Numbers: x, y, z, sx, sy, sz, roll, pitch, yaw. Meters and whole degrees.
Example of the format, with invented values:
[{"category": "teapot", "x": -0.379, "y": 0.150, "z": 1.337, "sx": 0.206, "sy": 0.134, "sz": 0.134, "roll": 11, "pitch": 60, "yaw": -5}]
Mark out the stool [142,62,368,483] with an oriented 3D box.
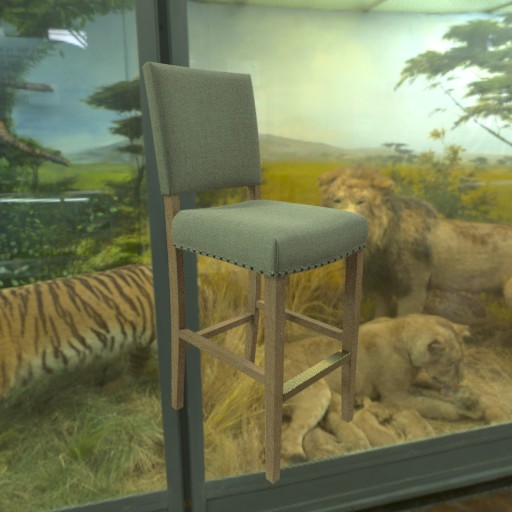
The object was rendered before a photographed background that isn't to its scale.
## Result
[{"category": "stool", "x": 0.000, "y": 0.000, "z": 1.478, "sx": 0.585, "sy": 1.203, "sz": 0.445, "roll": 15, "pitch": 22, "yaw": 42}]
